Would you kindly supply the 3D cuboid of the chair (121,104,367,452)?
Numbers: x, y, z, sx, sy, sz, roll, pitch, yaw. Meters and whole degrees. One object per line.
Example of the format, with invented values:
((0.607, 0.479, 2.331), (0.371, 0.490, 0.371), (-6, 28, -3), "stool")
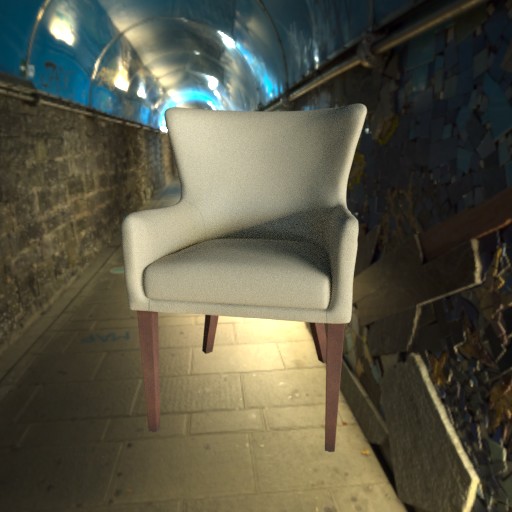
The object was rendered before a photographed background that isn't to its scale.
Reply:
((0.000, 0.000, 1.437), (0.660, 0.952, 0.686), (2, 15, 9), "chair")
